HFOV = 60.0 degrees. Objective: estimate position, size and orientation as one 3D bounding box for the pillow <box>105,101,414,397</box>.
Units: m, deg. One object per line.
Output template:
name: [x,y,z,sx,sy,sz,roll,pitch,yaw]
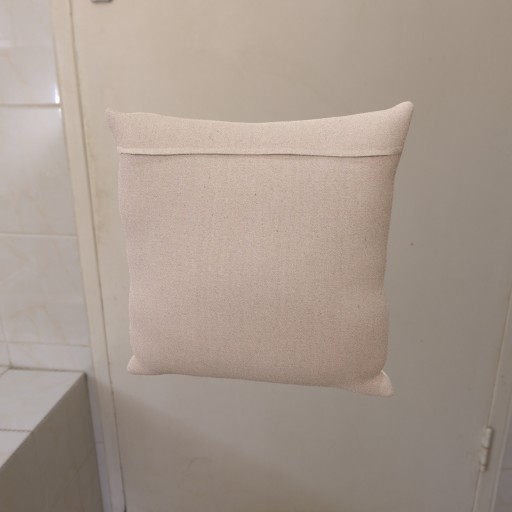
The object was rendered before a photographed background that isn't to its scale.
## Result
pillow: [0.000,0.000,0.672,0.440,0.441,0.182,2,17,7]
